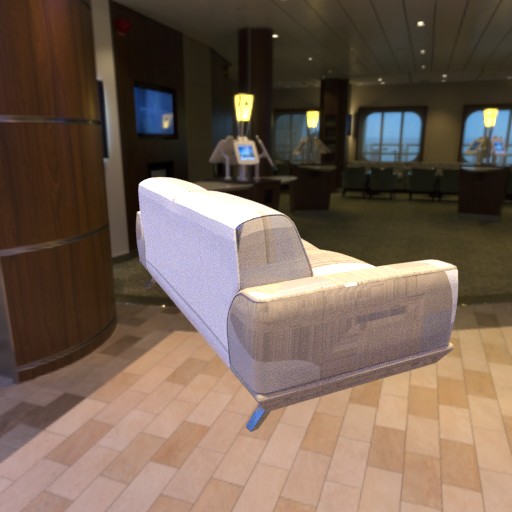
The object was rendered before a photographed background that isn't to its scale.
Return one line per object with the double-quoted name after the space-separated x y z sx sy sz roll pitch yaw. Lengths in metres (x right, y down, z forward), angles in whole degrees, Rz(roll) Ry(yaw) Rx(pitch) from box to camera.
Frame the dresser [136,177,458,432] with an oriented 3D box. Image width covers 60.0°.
0.000 0.000 5.848 2.251 1.863 4.679 -7 17 -25 "dresser"
